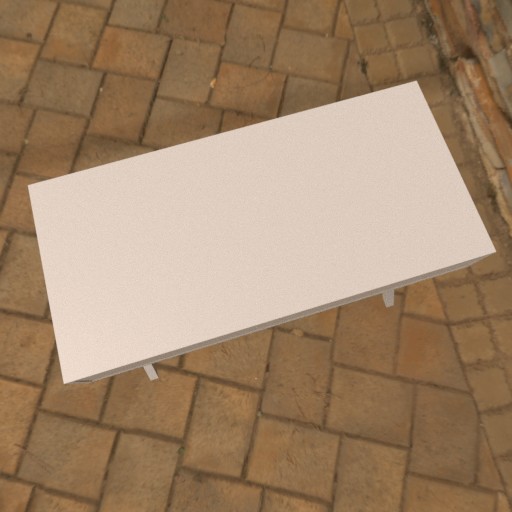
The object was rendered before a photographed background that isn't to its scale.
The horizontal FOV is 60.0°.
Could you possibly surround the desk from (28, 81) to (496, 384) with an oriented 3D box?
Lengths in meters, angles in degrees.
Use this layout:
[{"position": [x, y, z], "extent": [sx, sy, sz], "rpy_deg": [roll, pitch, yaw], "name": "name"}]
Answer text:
[{"position": [0.000, 0.000, 1.474], "extent": [1.057, 0.780, 0.525], "rpy_deg": [-16, 75, -4], "name": "desk"}]
